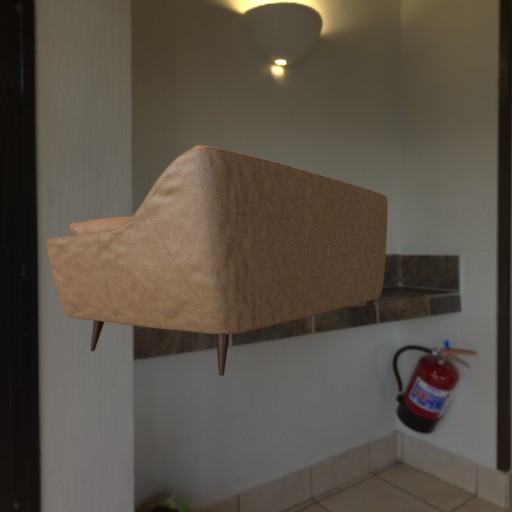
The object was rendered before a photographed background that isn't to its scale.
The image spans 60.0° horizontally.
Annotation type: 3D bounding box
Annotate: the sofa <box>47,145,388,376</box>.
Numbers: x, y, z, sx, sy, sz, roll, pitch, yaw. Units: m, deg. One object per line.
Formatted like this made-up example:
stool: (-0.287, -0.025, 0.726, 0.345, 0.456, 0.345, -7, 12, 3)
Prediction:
sofa: (0.000, 0.000, 2.421, 0.904, 0.839, 1.902, 1, 1, 36)
